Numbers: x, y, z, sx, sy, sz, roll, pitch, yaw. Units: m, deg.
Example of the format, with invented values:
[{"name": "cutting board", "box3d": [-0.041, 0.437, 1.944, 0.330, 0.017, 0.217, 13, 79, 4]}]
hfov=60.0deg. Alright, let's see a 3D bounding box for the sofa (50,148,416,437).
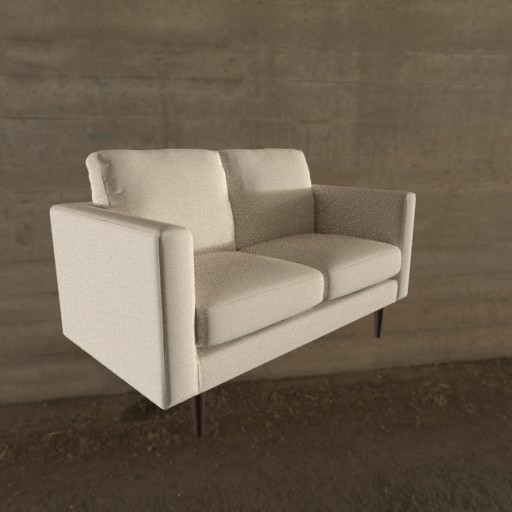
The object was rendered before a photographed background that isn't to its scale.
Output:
[{"name": "sofa", "box3d": [0.000, 0.000, 1.932, 1.430, 0.908, 0.796, -13, 19, -42]}]
